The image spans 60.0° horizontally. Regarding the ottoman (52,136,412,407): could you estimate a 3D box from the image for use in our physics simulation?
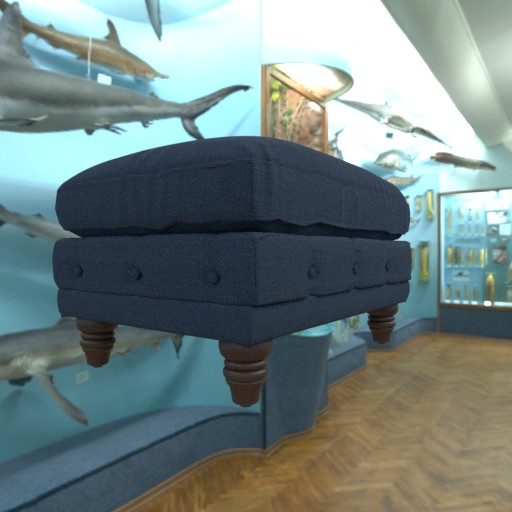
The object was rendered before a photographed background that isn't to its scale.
[{"bbox_3d":[0.000,0.000,1.109,0.558,0.486,0.767,0,1,36],"label":"ottoman"}]
